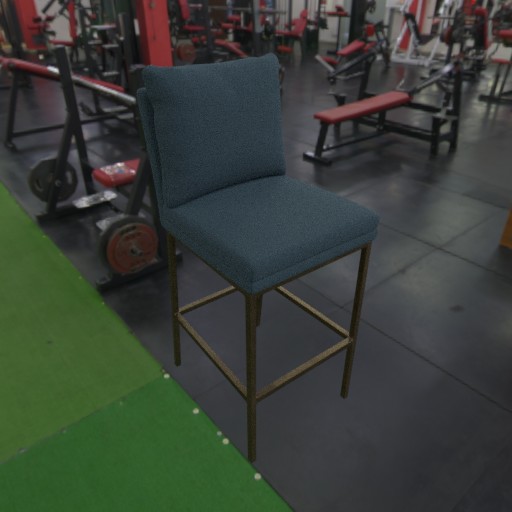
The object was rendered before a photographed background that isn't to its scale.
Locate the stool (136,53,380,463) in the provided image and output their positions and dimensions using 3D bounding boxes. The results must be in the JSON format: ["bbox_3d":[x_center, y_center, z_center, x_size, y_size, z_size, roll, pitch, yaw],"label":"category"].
[{"bbox_3d":[0.000,0.000,1.413,0.463,1.124,0.568,-22,38,-31],"label":"stool"}]
